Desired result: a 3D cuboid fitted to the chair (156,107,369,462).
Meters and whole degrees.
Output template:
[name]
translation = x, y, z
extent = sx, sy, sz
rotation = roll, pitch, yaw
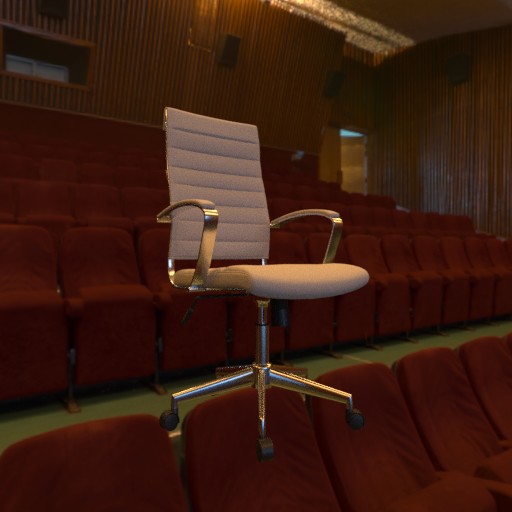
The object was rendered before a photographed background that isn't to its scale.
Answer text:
[chair]
translation = 0.000, 0.000, 1.598
extent = 0.679, 1.149, 0.667
rotation = 0, 0, -36
